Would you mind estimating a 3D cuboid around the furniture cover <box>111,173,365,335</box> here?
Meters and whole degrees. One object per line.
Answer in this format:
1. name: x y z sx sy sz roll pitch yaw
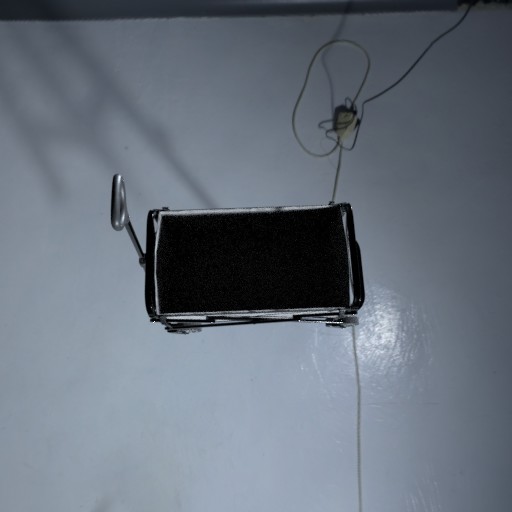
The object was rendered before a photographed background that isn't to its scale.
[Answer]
1. furniture cover: 0.000 0.000 1.791 1.038 1.295 0.532 -2 75 -1
